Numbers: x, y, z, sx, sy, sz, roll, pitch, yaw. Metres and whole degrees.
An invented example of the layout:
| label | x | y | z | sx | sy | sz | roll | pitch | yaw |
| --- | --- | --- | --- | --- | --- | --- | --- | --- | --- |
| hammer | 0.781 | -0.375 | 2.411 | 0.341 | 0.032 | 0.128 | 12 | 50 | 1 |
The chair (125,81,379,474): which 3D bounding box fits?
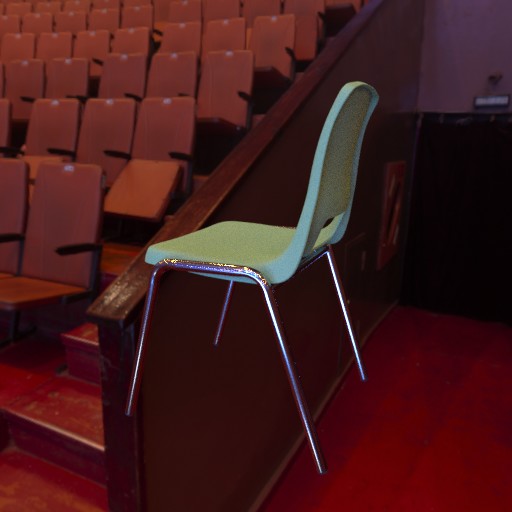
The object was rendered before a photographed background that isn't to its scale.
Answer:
| label | x | y | z | sx | sy | sz | roll | pitch | yaw |
| --- | --- | --- | --- | --- | --- | --- | --- | --- | --- |
| chair | 0.000 | 0.000 | 0.922 | 0.436 | 0.653 | 0.381 | 7 | 16 | 25 |
